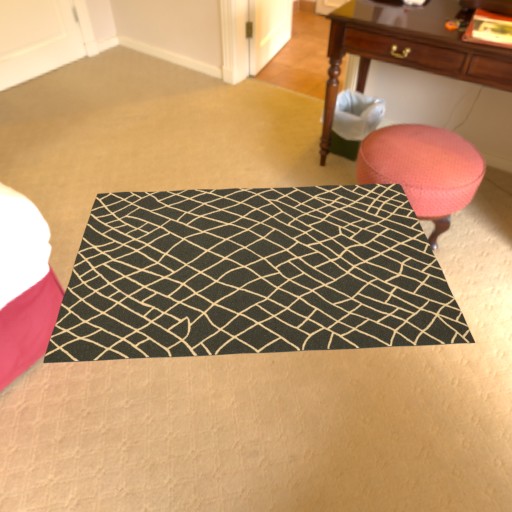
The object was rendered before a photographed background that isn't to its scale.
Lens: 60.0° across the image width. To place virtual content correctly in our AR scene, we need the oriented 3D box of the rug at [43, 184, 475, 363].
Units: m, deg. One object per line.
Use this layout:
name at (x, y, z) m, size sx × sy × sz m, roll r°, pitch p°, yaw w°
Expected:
rug at (0.000, 0.000, 3.033) m, size 2.448 × 0.017 × 1.529 m, roll -2°, pitch 46°, yaw -2°
